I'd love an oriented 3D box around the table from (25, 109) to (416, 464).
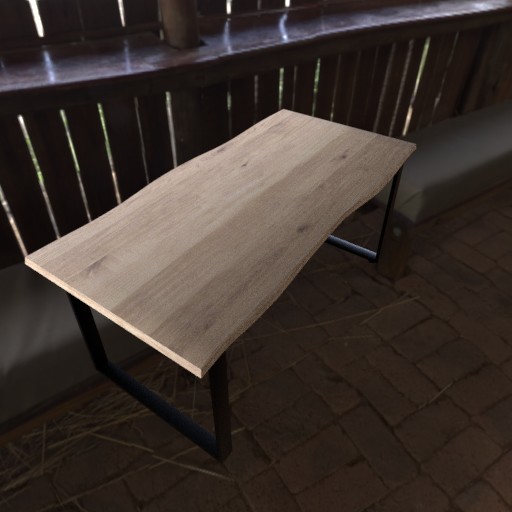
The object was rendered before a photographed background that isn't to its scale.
[{"bbox_3d":[0.000,0.000,2.277,0.900,0.780,1.800,24,45,27],"label":"table"}]
